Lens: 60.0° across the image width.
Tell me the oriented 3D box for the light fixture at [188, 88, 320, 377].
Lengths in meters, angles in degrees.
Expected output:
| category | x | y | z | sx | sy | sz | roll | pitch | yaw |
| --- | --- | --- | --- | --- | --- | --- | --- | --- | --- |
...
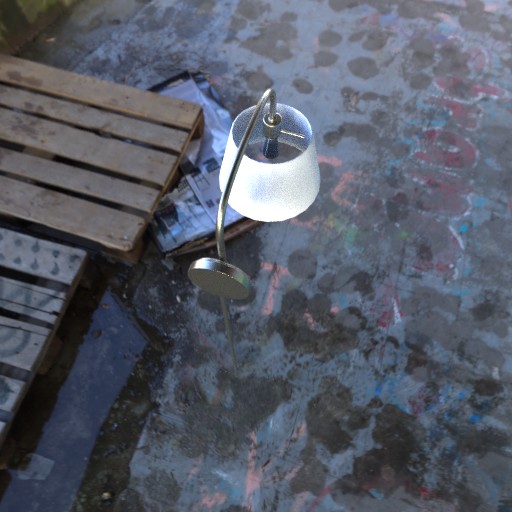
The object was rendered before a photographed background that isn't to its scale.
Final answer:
| category | x | y | z | sx | sy | sz | roll | pitch | yaw |
| --- | --- | --- | --- | --- | --- | --- | --- | --- | --- |
| light fixture | 0.000 | 0.000 | 0.458 | 0.092 | 0.399 | 0.176 | 16 | 64 | 8 |
